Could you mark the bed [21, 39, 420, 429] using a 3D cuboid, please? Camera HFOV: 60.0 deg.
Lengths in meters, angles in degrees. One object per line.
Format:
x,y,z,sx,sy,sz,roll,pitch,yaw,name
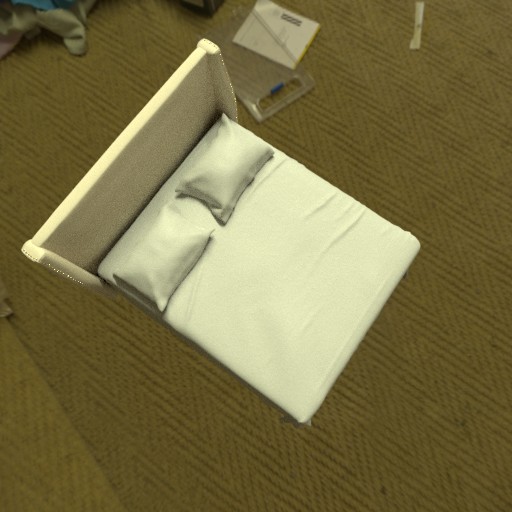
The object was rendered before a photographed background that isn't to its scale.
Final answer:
0.000,0.000,3.403,2.276,1.332,1.925,35,79,8,bed
